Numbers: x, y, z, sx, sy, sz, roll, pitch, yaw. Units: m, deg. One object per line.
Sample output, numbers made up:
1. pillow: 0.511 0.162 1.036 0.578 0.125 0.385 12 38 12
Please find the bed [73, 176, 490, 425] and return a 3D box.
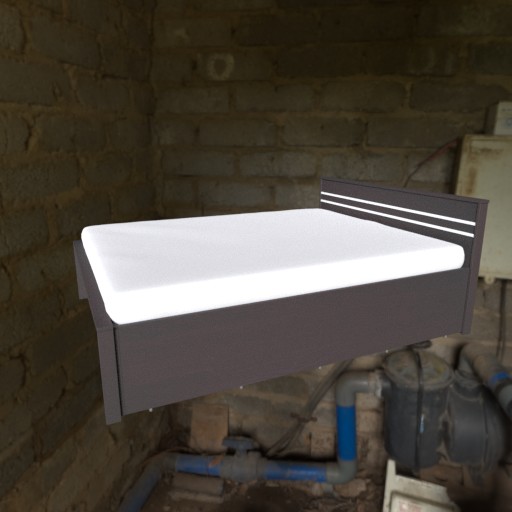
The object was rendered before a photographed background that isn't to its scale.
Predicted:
1. bed: 0.000 0.000 2.857 2.103 0.808 1.634 -7 17 -24
